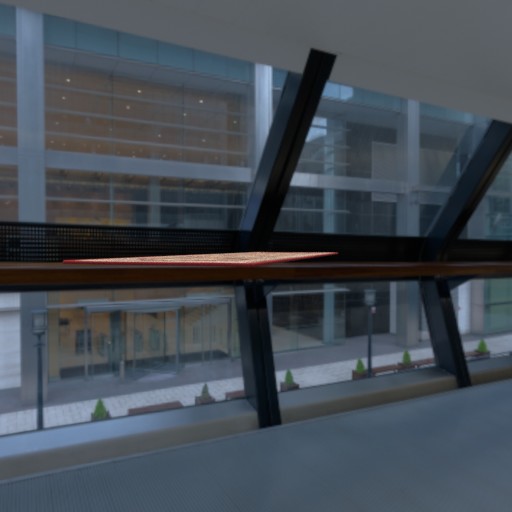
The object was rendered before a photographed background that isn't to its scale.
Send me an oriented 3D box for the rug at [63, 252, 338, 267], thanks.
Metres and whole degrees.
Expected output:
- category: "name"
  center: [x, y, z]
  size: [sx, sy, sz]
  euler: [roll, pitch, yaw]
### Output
- category: "rug"
  center: [0.000, 0.000, 2.477]
  size: [0.659, 0.015, 2.292]
  euler: [0, 1, 17]
